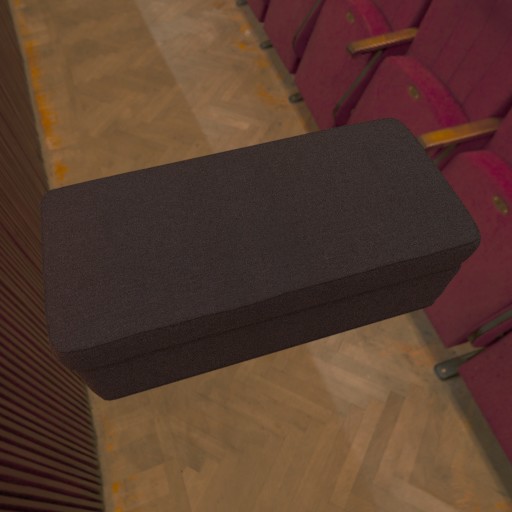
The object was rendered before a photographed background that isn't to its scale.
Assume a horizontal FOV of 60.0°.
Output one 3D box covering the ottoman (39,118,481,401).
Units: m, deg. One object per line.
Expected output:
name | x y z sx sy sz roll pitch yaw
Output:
ottoman | 0.000 0.000 1.344 1.110 0.460 0.515 -14 58 -9
